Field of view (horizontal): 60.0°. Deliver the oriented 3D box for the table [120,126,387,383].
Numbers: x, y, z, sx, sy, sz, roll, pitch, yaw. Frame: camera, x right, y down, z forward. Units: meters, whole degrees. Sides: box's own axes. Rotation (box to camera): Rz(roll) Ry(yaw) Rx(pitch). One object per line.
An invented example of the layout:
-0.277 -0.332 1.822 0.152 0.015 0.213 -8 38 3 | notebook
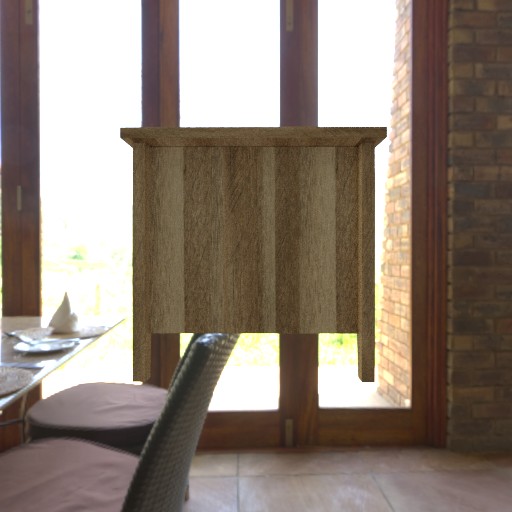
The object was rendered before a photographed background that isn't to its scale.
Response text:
0.000 0.000 1.363 0.493 0.480 1.095 0 0 1 | table
